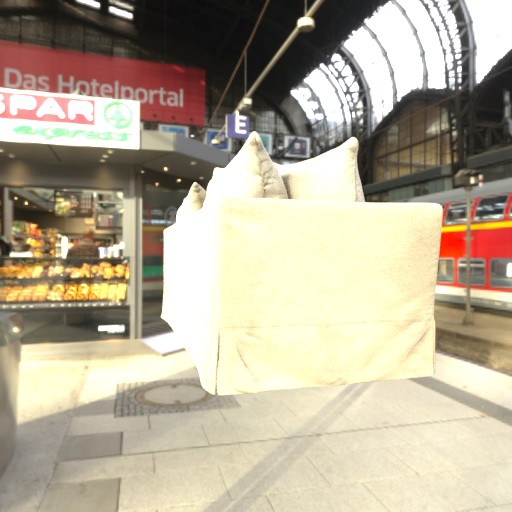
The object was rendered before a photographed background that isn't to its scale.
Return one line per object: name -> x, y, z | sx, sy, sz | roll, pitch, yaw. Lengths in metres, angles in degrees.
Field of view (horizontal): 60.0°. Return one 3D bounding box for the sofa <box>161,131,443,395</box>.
sofa -> 0.000, 0.000, 2.826 | 1.031, 1.034, 2.290 | 0, 0, -17
